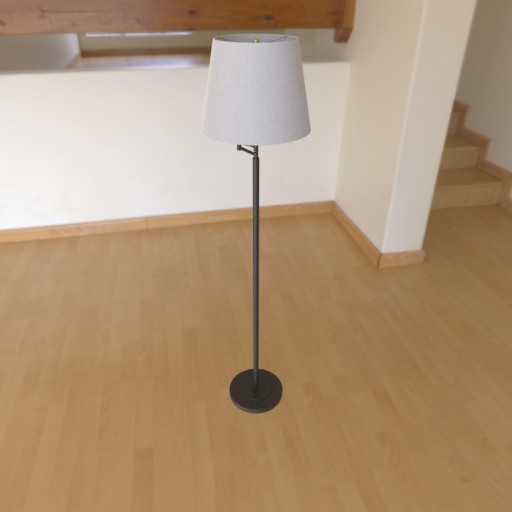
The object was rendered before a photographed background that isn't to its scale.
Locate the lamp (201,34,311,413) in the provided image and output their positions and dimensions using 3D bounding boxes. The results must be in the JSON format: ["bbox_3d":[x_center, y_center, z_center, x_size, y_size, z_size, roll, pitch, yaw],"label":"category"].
[{"bbox_3d":[0.000,0.000,1.661,0.348,1.473,0.348,-21,37,-30],"label":"lamp"}]
